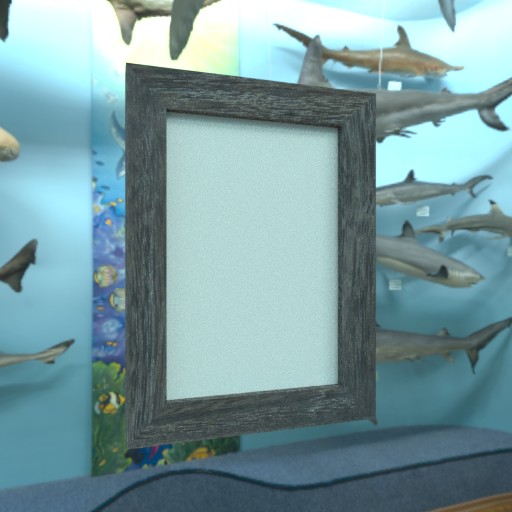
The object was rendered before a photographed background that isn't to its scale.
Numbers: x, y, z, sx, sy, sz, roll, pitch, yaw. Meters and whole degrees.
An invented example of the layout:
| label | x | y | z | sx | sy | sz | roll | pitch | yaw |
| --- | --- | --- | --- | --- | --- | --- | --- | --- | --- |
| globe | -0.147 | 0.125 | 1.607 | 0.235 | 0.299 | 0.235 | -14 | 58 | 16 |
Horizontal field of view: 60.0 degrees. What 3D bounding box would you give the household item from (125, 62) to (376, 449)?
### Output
| label | x | y | z | sx | sy | sz | roll | pitch | yaw |
| --- | --- | --- | --- | --- | --- | --- | --- | --- | --- |
| household item | 0.000 | 0.000 | 0.235 | 0.133 | 0.180 | 0.020 | 0 | 0 | -17 |
